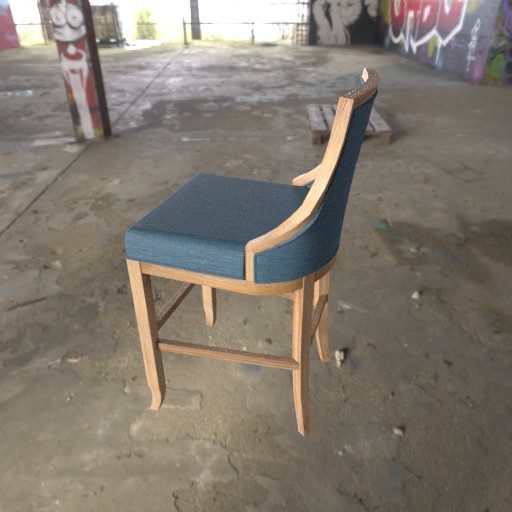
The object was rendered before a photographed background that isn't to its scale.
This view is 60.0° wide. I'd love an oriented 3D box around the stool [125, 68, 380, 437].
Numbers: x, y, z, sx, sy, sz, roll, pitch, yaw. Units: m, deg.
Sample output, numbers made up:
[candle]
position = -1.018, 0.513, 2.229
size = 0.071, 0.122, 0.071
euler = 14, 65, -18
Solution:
[stool]
position = 0.000, 0.000, 1.437
size = 0.626, 1.101, 0.524
euler = 10, 32, 16
